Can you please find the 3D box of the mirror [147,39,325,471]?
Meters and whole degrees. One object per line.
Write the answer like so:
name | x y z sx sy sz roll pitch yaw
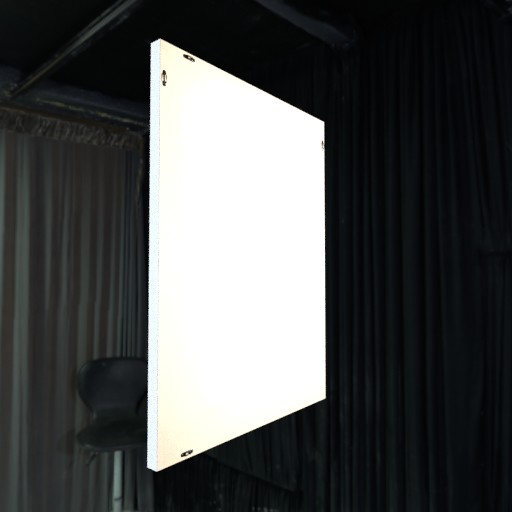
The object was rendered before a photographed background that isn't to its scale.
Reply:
mirror | 0.000 0.000 1.344 0.040 1.016 0.762 -2 -3 39
